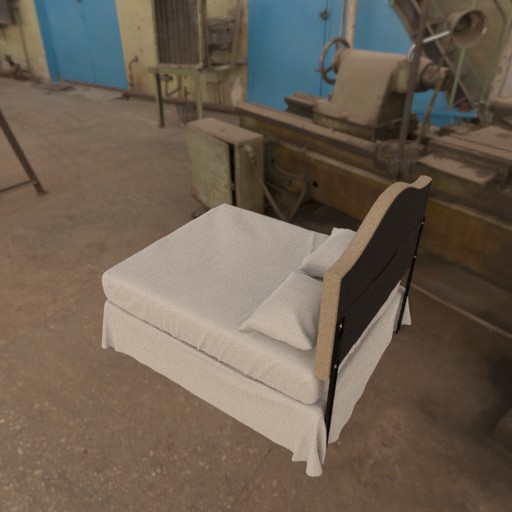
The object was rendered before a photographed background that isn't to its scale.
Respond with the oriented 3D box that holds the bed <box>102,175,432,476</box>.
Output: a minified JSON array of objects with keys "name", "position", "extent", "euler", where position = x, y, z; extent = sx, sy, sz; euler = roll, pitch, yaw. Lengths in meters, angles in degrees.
[{"name":"bed","position":[0.000,0.000,3.546],"extent":[2.221,1.645,1.876],"euler":[20,37,29]}]
